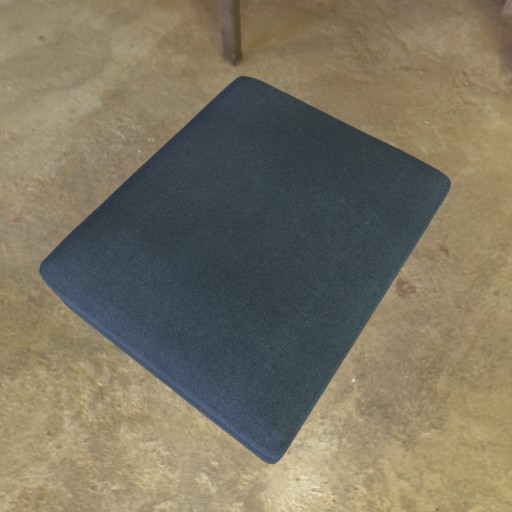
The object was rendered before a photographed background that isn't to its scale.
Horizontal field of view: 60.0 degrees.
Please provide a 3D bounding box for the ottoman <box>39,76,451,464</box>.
[{"bbox_3d":[0.000,0.000,1.232,0.693,0.474,0.821,32,67,16],"label":"ottoman"}]
